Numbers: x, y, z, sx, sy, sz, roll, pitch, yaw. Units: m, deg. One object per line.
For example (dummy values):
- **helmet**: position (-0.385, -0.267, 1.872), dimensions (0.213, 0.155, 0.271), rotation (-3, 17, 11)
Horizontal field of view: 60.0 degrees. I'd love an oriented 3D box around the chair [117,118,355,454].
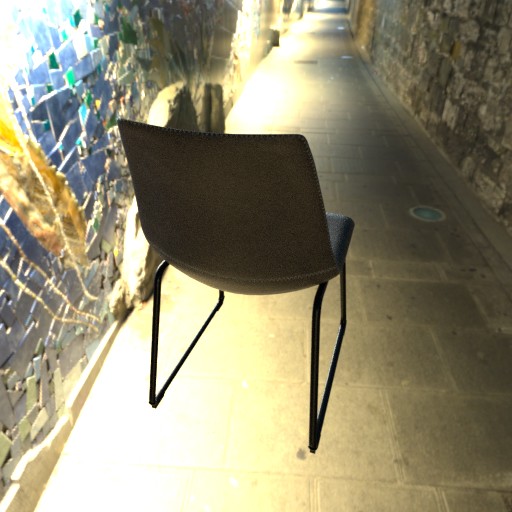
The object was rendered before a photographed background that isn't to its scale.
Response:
- **chair**: position (0.000, 0.000, 1.122), dimensions (0.460, 0.780, 0.550), rotation (10, 33, 15)
